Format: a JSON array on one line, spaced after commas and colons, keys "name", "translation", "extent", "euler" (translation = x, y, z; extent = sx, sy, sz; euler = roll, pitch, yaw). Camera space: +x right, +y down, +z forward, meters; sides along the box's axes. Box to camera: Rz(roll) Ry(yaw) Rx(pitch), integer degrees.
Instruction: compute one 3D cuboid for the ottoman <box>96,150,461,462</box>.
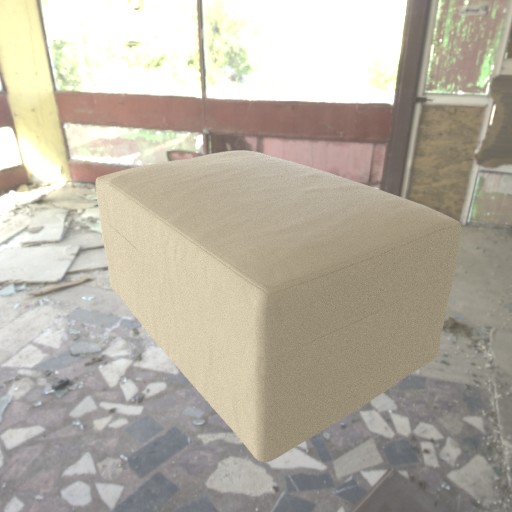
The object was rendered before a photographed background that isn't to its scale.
[{"name": "ottoman", "translation": [0.000, 0.000, 1.221], "extent": [0.590, 0.444, 0.872], "euler": [-18, 31, -32]}]
